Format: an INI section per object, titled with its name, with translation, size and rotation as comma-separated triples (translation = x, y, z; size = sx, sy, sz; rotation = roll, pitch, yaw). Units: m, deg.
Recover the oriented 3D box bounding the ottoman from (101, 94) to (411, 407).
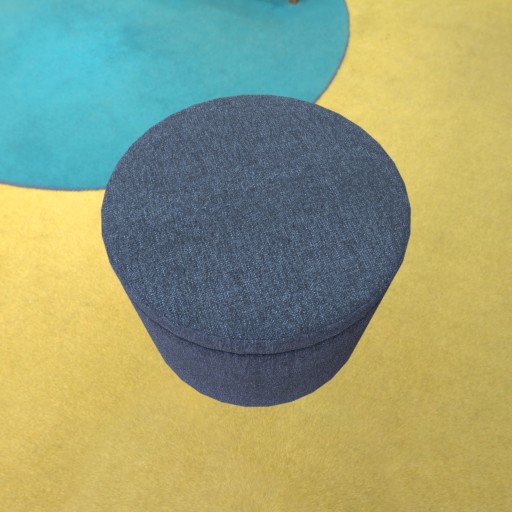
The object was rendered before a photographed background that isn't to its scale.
[ottoman]
translation = 0.000, 0.000, 0.876
size = 0.500, 0.419, 0.500
rotation = 0, 59, 0
